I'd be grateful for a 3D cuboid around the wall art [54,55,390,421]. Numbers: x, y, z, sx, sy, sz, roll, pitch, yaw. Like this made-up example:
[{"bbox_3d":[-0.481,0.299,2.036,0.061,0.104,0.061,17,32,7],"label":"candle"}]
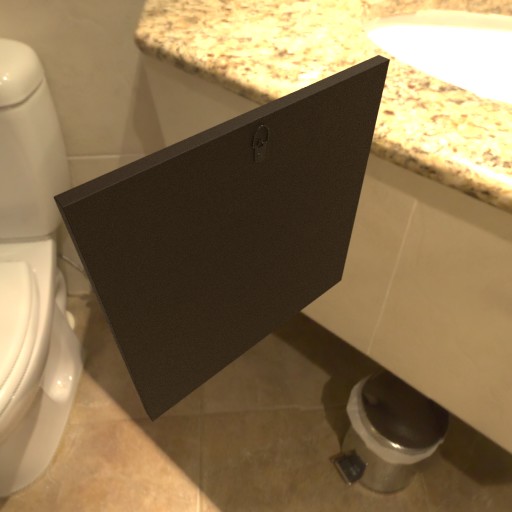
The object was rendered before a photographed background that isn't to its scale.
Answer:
[{"bbox_3d":[0.000,0.000,1.158,0.805,0.807,0.043,-32,55,-26],"label":"wall art"}]
